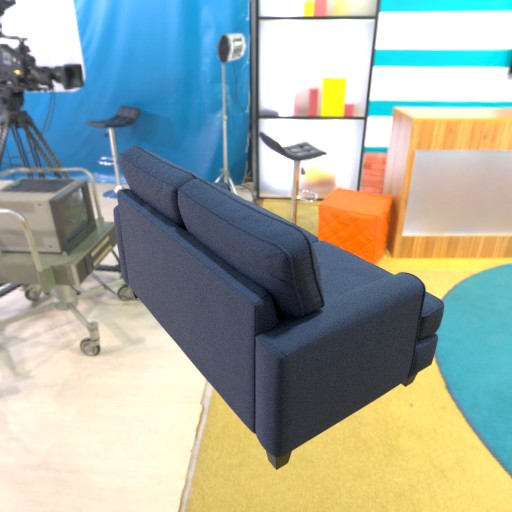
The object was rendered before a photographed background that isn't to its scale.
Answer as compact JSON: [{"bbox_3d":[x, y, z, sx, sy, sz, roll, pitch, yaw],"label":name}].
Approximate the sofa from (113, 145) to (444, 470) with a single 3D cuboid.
[{"bbox_3d":[0.000,0.000,2.280,0.965,0.965,1.651,-17,32,-30],"label":"sofa"}]
